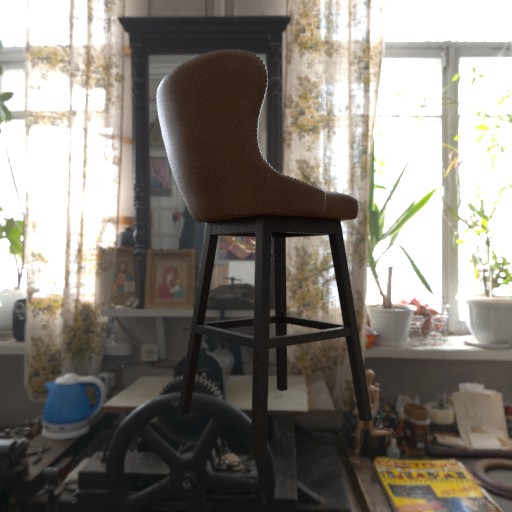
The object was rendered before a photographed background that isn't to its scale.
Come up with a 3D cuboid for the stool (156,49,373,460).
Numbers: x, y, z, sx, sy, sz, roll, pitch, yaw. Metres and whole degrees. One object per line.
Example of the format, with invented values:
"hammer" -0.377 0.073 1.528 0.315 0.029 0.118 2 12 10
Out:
"stool" 0.000 0.000 1.410 0.601 1.050 0.528 0 0 -37
